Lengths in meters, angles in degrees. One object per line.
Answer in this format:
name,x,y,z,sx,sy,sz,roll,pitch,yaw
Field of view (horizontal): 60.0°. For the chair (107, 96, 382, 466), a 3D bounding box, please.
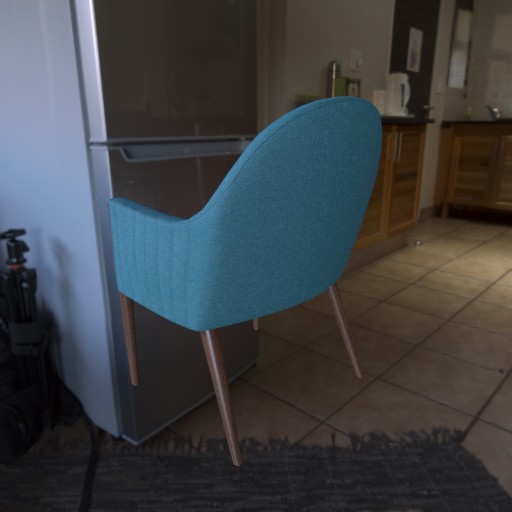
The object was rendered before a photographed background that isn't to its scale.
chair,0.000,0.000,1.363,0.656,0.907,0.652,-17,24,-42
